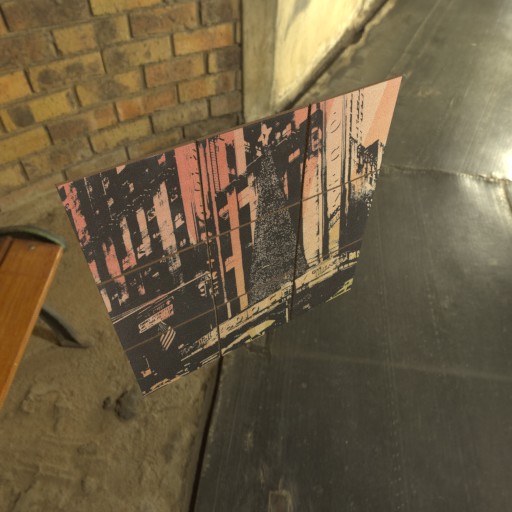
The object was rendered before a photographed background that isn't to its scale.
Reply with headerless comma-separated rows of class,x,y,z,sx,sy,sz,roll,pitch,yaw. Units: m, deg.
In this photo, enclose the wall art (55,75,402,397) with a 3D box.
wall art,0.000,0.000,1.366,0.919,0.917,0.010,-24,51,-21
